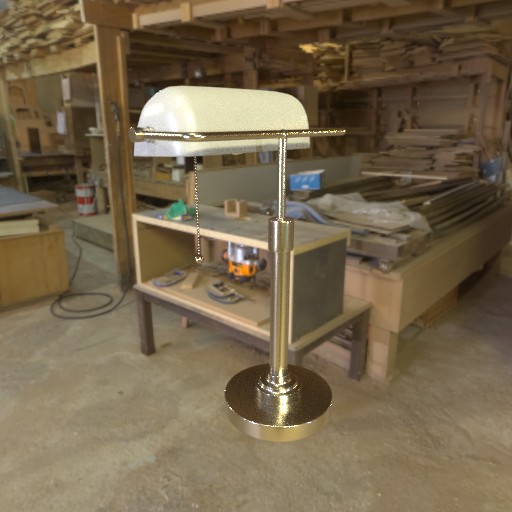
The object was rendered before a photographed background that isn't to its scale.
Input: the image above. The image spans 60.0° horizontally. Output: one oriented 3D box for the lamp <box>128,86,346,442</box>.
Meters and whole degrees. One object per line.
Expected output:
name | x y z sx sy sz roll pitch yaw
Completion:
lamp | 0.000 0.000 0.566 0.227 0.404 0.269 16 24 42
